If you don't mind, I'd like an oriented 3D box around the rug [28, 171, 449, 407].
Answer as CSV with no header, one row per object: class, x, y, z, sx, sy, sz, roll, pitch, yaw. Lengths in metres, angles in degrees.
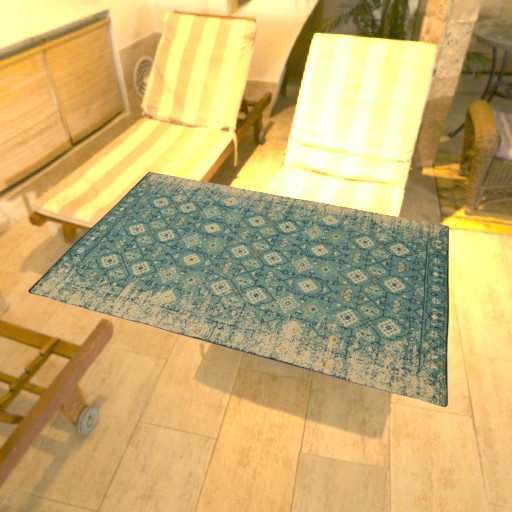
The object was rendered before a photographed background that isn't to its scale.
rug,0.000,0.000,2.958,2.449,0.015,1.530,12,42,14
